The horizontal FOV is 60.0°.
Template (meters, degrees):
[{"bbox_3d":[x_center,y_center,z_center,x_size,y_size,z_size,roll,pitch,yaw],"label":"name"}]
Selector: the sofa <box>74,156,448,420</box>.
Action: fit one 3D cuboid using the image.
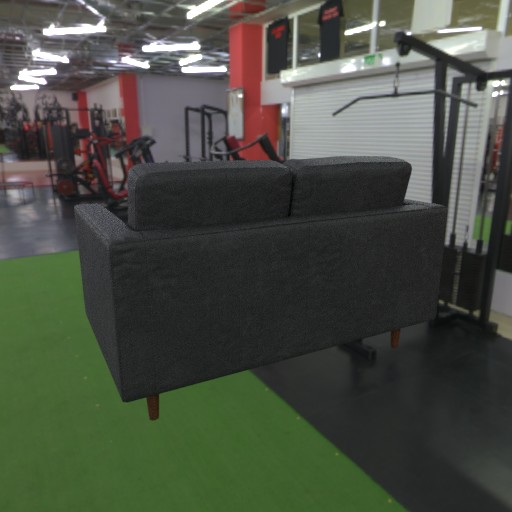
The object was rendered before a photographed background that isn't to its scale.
[{"bbox_3d":[0.000,0.000,2.031,1.430,0.899,0.879,-8,17,-27],"label":"sofa"}]
